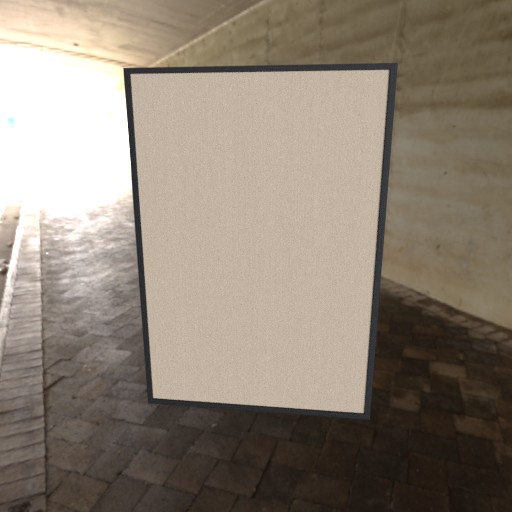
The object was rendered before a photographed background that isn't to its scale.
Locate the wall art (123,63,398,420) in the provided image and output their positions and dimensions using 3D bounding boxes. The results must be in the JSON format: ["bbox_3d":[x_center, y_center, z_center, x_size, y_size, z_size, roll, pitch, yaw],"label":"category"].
[{"bbox_3d":[0.000,0.000,0.826,0.457,0.657,0.013,2,16,7],"label":"wall art"}]
